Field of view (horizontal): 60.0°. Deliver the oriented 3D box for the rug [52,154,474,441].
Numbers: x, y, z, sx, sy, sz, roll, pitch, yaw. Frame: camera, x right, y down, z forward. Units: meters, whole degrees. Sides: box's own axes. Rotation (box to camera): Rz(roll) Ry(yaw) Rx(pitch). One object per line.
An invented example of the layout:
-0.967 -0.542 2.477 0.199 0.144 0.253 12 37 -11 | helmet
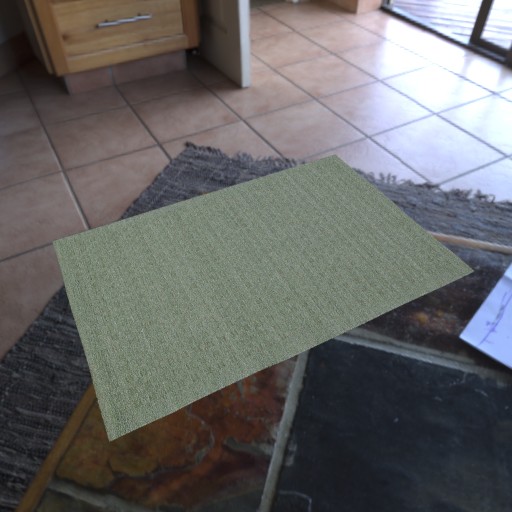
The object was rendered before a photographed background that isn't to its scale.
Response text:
0.000 0.000 2.182 1.747 0.006 1.143 -20 49 -19 | rug
